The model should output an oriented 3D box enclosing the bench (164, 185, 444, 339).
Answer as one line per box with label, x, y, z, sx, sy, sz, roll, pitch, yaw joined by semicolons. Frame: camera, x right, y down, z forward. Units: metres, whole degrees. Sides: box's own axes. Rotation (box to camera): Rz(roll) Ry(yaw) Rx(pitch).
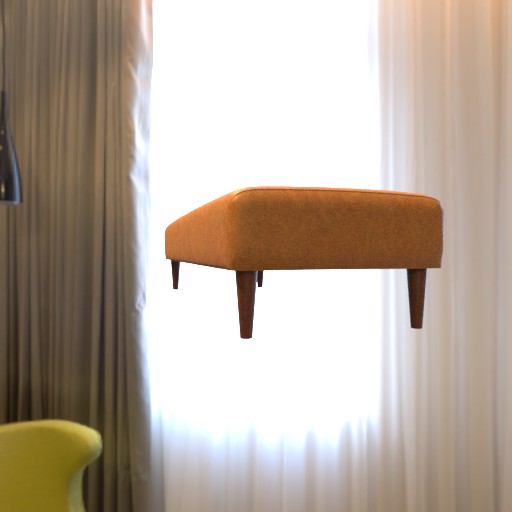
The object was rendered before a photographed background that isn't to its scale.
bench;0.000;0.000;1.904;0.653;0.399;1.610;0;1;-17
